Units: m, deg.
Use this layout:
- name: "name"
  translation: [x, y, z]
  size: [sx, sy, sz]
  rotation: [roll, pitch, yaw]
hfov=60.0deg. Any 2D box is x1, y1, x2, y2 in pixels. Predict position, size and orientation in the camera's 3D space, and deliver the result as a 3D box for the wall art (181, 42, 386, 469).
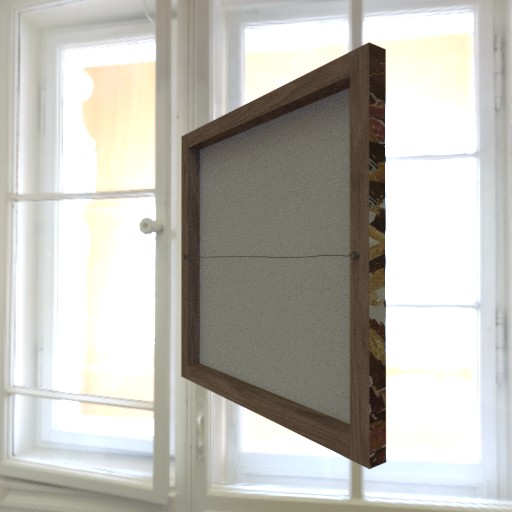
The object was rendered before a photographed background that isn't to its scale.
- name: "wall art"
  translation: [0.000, 0.000, 0.894]
  size: [0.041, 0.613, 0.609]
  rotation: [0, 0, -35]
